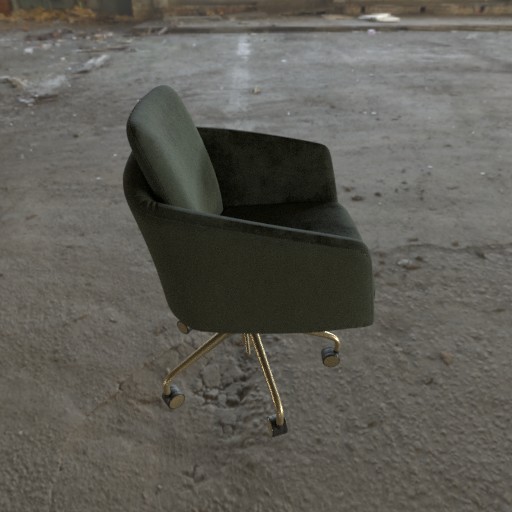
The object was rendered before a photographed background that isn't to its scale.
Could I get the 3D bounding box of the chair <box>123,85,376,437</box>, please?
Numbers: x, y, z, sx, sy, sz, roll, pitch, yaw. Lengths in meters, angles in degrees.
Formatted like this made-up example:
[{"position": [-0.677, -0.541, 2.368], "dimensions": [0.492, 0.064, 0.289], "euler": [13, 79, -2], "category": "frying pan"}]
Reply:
[{"position": [0.000, 0.000, 1.330], "dimensions": [0.635, 0.908, 0.641], "euler": [0, 33, 0], "category": "chair"}]
